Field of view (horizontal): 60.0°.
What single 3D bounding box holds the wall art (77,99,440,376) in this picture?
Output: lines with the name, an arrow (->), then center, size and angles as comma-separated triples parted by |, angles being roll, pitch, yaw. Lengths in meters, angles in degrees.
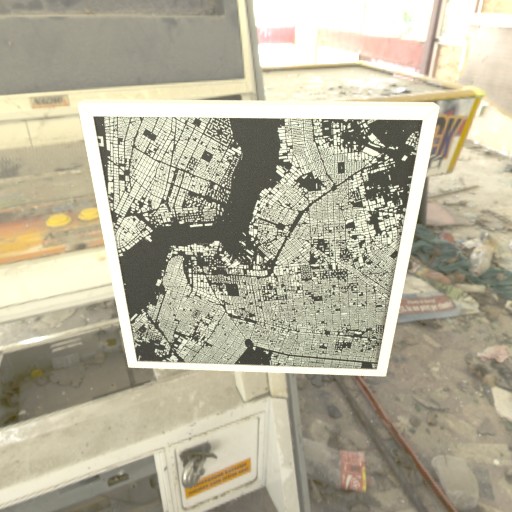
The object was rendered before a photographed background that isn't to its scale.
wall art -> 0.000, 0.000, 1.140 | 0.761, 0.762, 0.050 | 1, 30, 2
